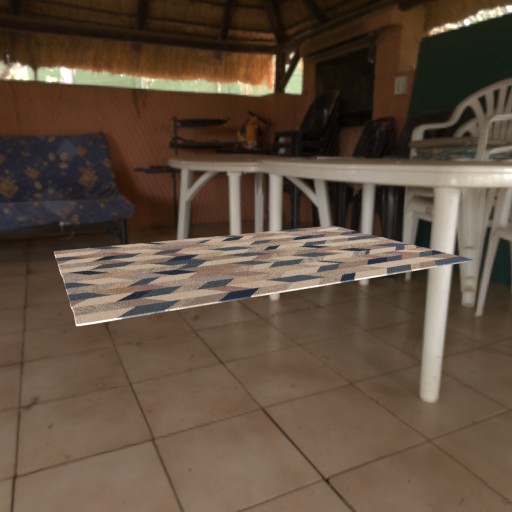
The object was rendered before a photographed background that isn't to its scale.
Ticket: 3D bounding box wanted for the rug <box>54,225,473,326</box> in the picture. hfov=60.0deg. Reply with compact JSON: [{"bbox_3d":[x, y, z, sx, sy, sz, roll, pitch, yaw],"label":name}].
[{"bbox_3d":[0.000,0.000,3.000,2.423,0.008,1.513,-7,15,-26],"label":"rug"}]
